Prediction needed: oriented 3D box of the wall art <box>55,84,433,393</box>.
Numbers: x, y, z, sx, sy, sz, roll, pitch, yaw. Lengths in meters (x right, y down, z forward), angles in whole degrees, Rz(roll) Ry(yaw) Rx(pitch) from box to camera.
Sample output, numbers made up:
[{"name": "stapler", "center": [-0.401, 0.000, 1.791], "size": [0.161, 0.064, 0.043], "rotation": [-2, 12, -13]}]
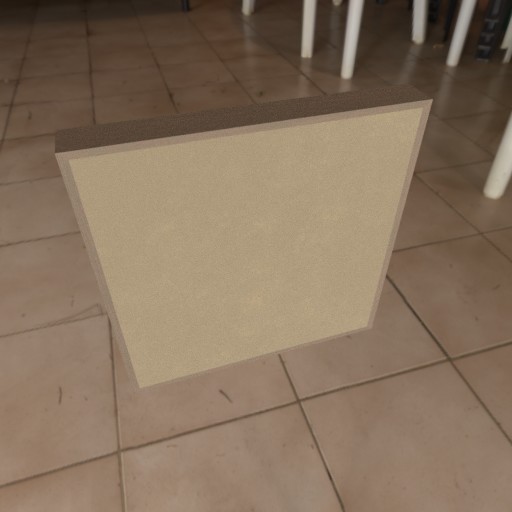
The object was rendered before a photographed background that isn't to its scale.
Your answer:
[{"name": "wall art", "center": [0.000, 0.000, 0.455], "size": [0.304, 0.303, 0.038], "rotation": [-12, 43, -14]}]
